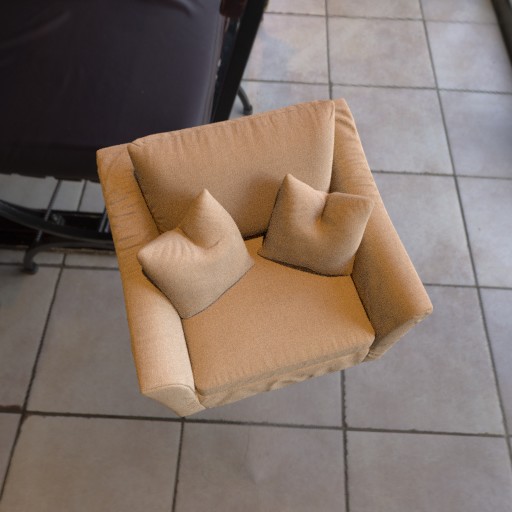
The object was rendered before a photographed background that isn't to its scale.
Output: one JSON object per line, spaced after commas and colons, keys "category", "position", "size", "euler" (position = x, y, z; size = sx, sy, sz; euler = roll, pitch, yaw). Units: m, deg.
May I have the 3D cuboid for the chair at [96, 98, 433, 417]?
{"category": "chair", "position": [0.000, 0.000, 2.086], "size": [1.194, 1.093, 1.071], "euler": [-14, 64, -7]}
